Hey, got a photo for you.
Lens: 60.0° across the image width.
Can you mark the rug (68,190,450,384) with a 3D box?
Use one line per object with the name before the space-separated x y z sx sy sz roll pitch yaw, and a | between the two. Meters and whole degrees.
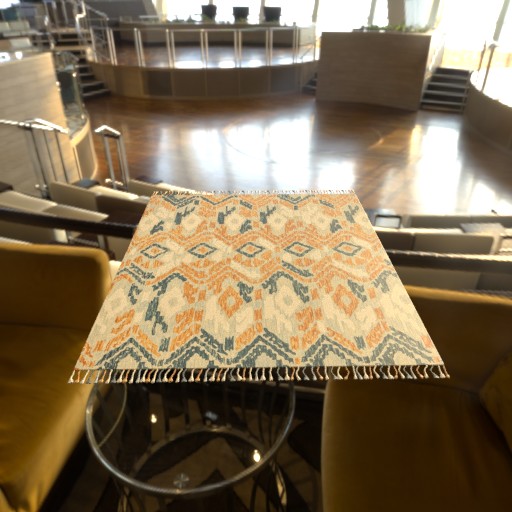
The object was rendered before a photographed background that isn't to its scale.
rug | 0.000 0.000 4.110 2.439 0.010 3.048 -1 32 -1
